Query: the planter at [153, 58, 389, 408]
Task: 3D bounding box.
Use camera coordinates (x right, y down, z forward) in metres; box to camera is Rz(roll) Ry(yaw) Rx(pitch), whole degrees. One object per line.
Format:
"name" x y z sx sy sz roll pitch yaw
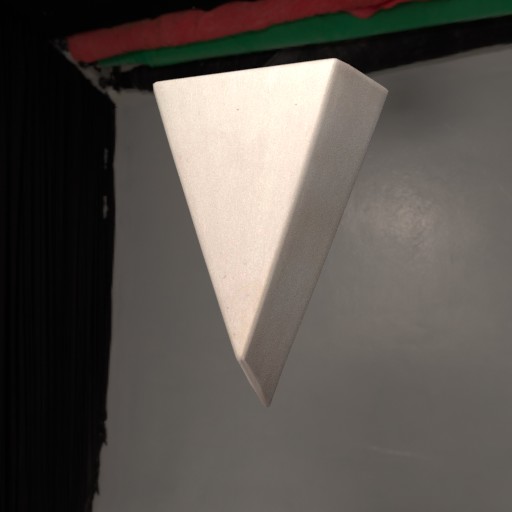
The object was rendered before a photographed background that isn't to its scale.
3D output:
"planter" 0.000 0.000 0.264 0.150 0.197 0.060 0 1 18
